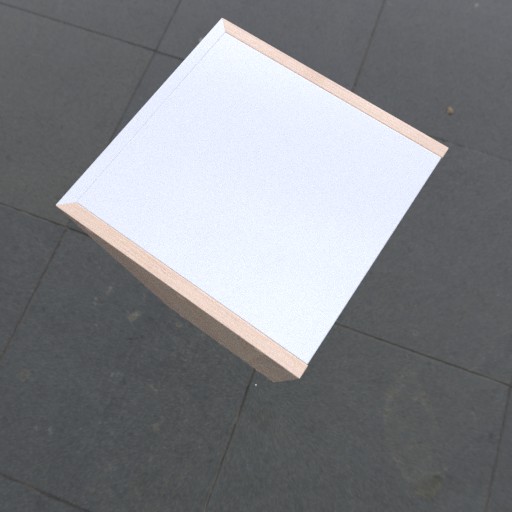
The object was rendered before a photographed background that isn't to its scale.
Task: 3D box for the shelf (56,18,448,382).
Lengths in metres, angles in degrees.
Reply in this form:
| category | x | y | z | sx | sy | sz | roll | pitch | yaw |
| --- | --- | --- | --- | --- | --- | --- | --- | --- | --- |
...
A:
| category | x | y | z | sx | sy | sz | roll | pitch | yaw |
| --- | --- | --- | --- | --- | --- | --- | --- | --- | --- |
| shelf | 0.000 | 0.000 | 0.744 | 0.297 | 0.594 | 0.290 | 34 | 77 | 9 |
